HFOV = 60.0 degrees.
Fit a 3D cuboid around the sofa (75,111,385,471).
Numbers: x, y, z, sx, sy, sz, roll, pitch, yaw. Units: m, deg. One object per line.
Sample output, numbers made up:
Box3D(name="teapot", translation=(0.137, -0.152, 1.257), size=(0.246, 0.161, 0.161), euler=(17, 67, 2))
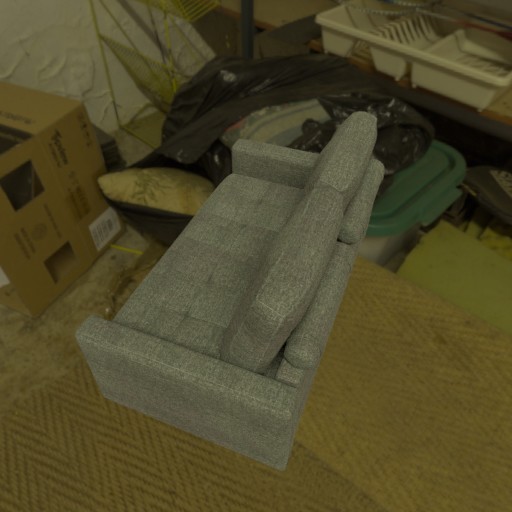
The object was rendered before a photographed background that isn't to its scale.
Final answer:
Box3D(name="sofa", translation=(0.000, 0.000, 1.931), size=(0.842, 0.907, 1.407), euler=(16, 47, 16))
